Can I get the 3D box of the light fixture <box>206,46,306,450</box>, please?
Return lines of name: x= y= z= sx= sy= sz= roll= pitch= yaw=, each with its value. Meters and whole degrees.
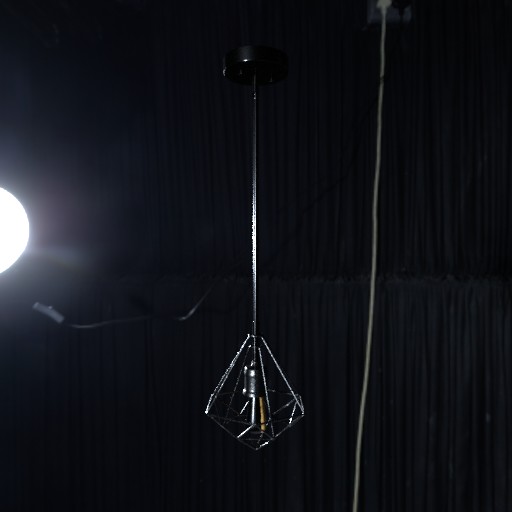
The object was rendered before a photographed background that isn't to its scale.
light fixture: x=0.000 y=0.000 z=2.011 sx=0.431 sy=1.764 sz=0.487 roll=0 pitch=1 yaw=1
